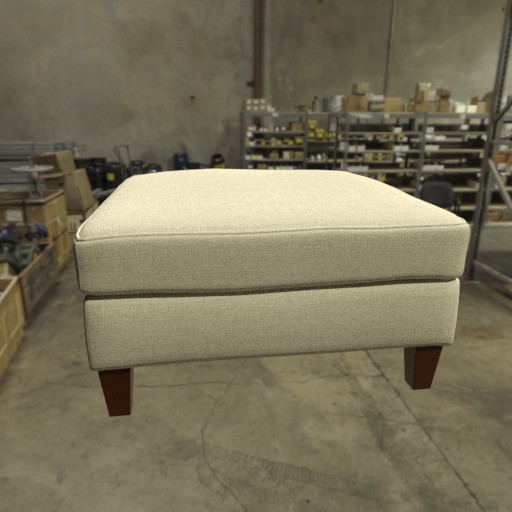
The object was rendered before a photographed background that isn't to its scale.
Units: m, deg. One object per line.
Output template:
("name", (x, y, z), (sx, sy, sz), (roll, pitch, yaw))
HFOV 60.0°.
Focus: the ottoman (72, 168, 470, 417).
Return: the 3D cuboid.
("ottoman", (0.000, 0.000, 1.328), (0.838, 0.478, 0.838), (-2, 18, -8))
